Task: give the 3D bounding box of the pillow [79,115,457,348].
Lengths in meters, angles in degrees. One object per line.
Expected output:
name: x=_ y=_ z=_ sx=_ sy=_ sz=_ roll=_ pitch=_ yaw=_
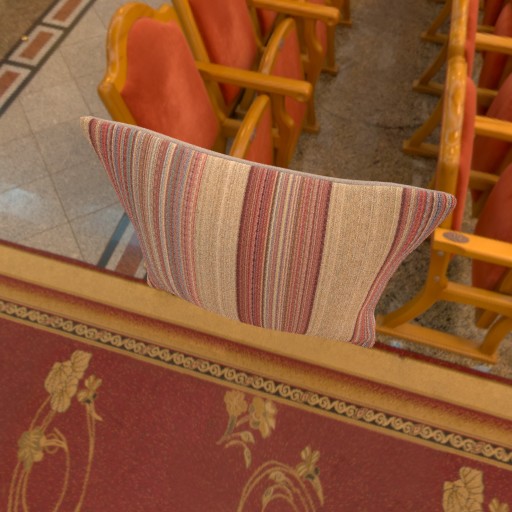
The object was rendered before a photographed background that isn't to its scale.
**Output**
pillow: x=0.000 y=0.000 z=0.656 sx=0.437 sy=0.419 sz=0.136 roll=14 pitch=59 yaw=9
